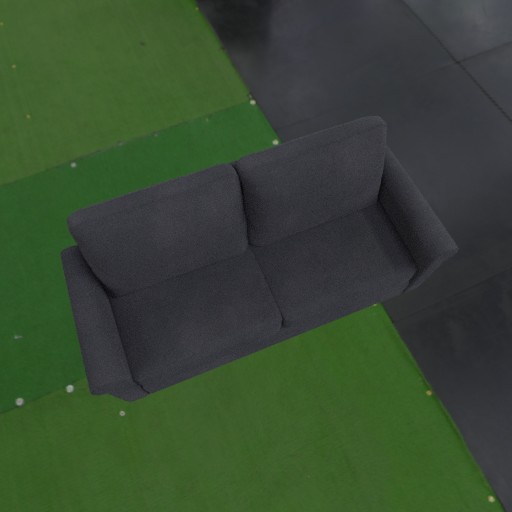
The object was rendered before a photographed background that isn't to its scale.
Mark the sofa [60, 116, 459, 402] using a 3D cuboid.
[{"bbox_3d":[0.000,0.000,2.415,1.935,0.942,0.842,-20,66,-9],"label":"sofa"}]
